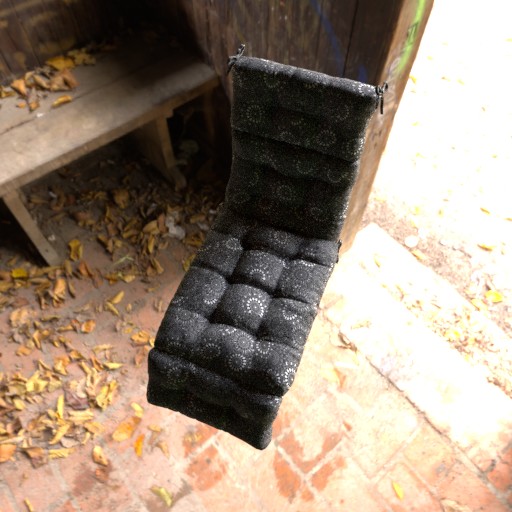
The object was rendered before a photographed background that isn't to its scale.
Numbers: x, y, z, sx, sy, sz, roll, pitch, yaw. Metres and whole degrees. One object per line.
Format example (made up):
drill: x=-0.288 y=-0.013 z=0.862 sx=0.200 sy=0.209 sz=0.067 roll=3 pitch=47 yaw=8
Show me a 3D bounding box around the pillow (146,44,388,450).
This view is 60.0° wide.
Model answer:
pillow: x=0.000 y=0.000 z=1.500 sx=0.526 sy=0.863 sz=1.016 roll=18 pitch=60 yaw=11
